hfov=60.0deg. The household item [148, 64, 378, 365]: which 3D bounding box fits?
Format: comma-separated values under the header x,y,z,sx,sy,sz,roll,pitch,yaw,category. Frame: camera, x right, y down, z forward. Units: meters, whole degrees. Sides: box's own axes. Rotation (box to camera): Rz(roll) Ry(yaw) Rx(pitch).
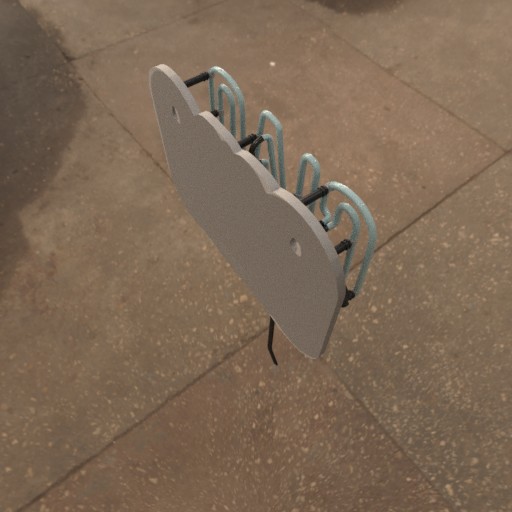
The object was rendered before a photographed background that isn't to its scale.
x,y,z,sx,sy,sz,roll,pitch,yaw,category
0.000,0.000,0.383,0.042,0.294,0.211,-31,63,-18,household item
